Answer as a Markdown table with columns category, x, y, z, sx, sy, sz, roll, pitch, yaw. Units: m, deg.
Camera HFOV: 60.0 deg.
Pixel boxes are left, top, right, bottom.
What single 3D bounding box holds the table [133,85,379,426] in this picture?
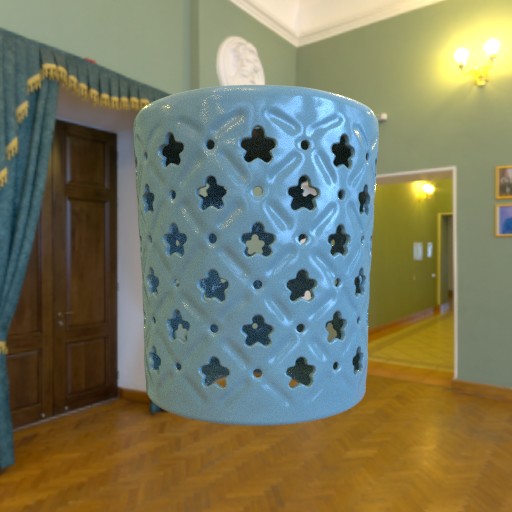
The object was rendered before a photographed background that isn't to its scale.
| category | x | y | z | sx | sy | sz | roll | pitch | yaw |
| --- | --- | --- | --- | --- | --- | --- | --- | --- | --- |
| table | 0.000 | 0.000 | 0.657 | 0.352 | 0.387 | 0.352 | 0 | 1 | 0 |
